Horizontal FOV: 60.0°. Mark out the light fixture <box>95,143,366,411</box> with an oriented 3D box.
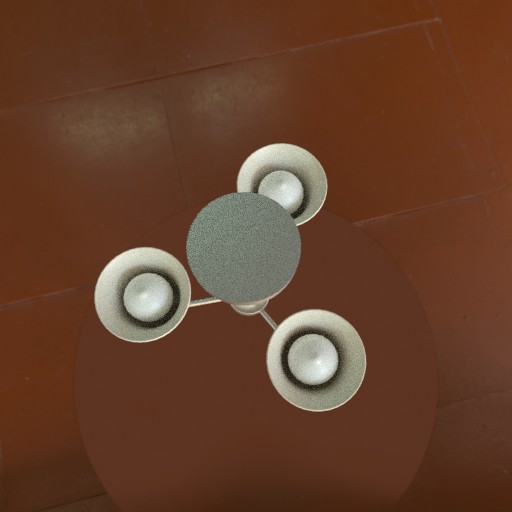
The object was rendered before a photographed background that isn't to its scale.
[{"bbox_3d":[0.000,0.000,0.652,0.388,0.370,0.354,20,77,5],"label":"light fixture"}]
